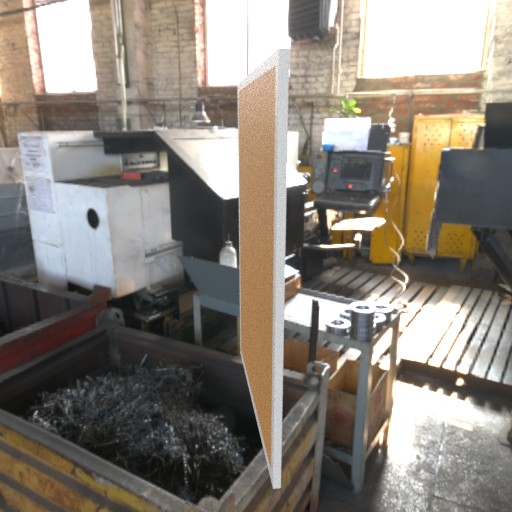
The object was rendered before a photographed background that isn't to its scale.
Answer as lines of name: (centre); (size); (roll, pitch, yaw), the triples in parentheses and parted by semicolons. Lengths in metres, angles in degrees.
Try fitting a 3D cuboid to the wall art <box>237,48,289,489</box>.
wall art: (0.000, 0.000, 0.845); (0.013, 0.656, 0.456); (-2, 16, -8)
